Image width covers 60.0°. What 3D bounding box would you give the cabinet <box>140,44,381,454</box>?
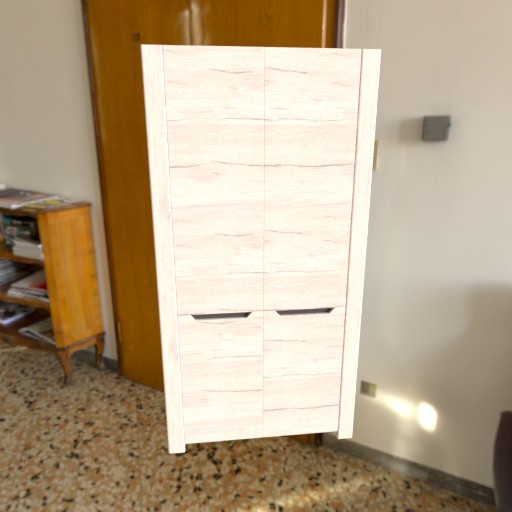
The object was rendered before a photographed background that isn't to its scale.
[{"bbox_3d":[0.000,0.000,2.336,0.980,1.930,0.580,-2,17,-7],"label":"cabinet"}]
